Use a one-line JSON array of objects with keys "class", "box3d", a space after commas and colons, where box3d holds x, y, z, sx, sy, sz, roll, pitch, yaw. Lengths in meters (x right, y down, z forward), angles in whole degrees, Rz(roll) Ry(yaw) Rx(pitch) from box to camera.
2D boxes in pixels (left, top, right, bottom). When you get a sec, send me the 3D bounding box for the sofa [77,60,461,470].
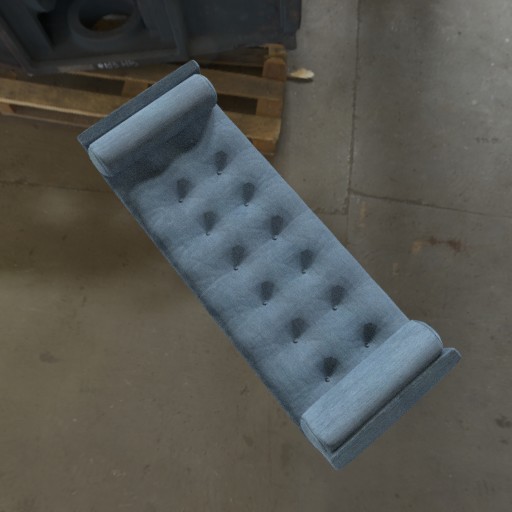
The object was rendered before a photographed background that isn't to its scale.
[{"class": "sofa", "box3d": [0.000, 0.000, 2.464, 0.796, 0.705, 2.102, -38, 78, -9]}]
